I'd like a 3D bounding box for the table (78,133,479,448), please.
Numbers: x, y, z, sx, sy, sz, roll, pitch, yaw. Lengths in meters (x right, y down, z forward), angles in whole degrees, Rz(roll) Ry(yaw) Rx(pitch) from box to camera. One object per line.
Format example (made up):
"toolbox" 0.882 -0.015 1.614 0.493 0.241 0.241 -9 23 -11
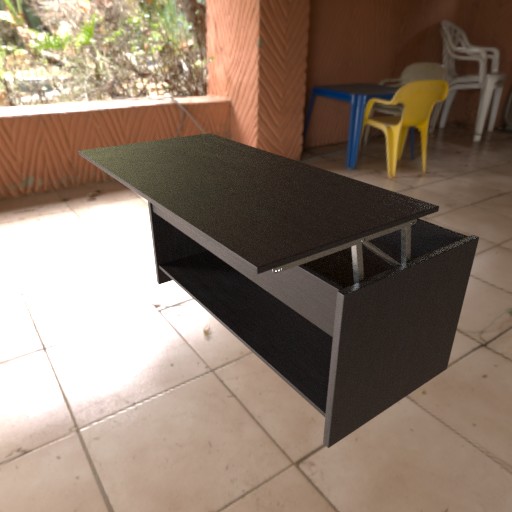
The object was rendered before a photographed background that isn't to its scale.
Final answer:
"table" 0.000 0.000 1.396 0.712 0.570 1.000 -18 32 -31
